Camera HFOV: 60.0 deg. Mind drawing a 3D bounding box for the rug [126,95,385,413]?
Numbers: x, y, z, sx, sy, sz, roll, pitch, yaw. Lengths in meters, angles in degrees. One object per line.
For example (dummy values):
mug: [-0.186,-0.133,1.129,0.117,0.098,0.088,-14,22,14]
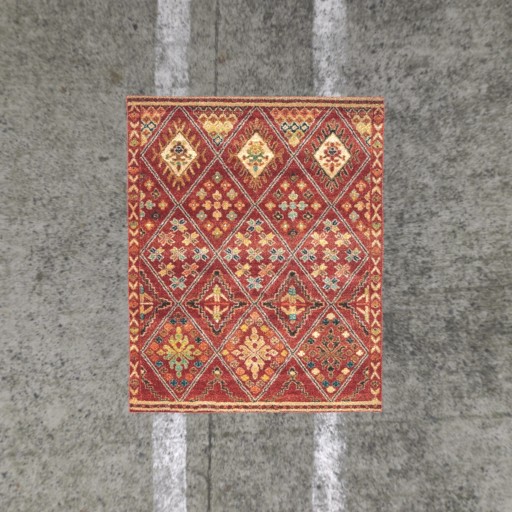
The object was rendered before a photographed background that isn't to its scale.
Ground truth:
rug: [0.000,0.000,4.313,2.489,0.030,3.086,0,91,-1]
